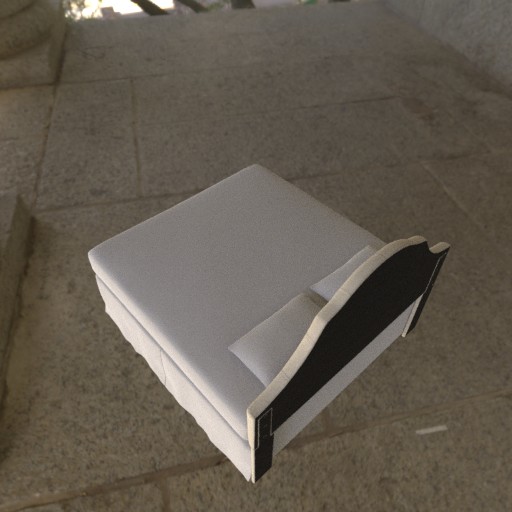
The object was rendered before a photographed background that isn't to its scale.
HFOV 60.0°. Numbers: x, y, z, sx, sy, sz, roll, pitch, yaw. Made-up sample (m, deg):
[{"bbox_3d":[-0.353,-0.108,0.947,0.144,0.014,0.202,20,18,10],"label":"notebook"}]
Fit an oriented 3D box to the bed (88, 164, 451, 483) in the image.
[{"bbox_3d":[0.000,0.000,3.462,2.012,1.555,2.086,-33,54,-28],"label":"bed"}]
